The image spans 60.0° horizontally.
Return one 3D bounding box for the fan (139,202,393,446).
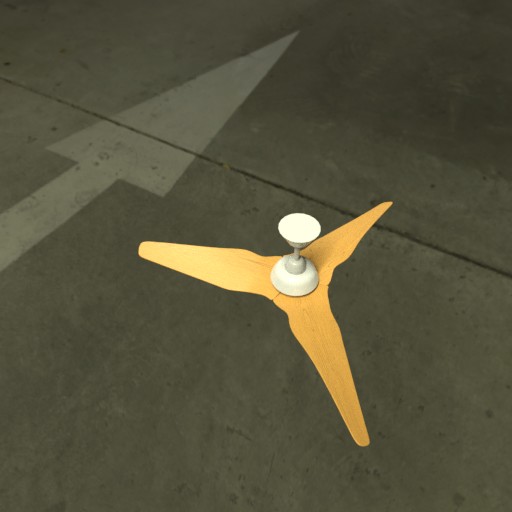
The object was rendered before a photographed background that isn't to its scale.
[{"bbox_3d":[0.000,0.000,1.668,1.010,0.355,1.142,10,48,9],"label":"fan"}]
